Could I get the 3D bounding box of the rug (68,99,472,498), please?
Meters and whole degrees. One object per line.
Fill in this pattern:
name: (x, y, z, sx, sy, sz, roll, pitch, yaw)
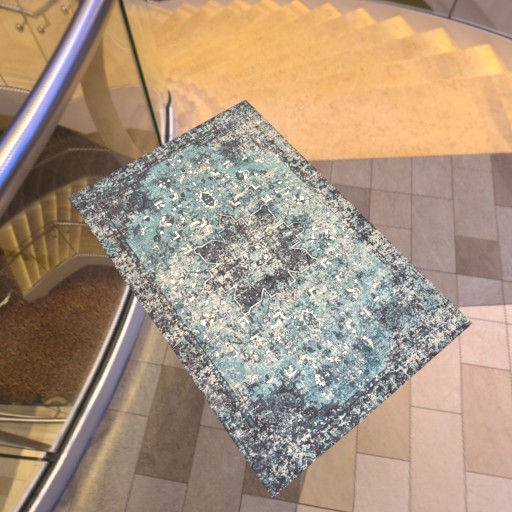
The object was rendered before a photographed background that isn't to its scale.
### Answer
rug: (0.000, 0.000, 2.280, 1.219, 0.005, 1.828, -34, 68, -16)
